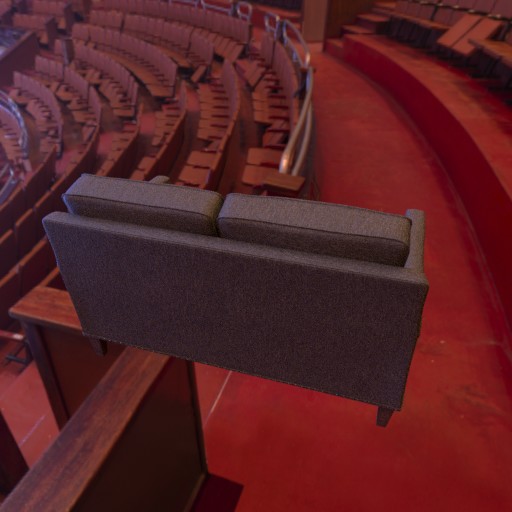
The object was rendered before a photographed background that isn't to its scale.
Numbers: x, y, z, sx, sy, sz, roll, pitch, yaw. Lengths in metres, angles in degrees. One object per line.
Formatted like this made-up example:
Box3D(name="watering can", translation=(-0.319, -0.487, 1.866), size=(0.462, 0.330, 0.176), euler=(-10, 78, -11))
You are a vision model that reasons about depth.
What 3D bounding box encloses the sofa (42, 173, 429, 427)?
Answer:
Box3D(name="sofa", translation=(0.000, 0.000, 2.222), size=(1.597, 1.003, 1.084), euler=(10, 34, 15))
